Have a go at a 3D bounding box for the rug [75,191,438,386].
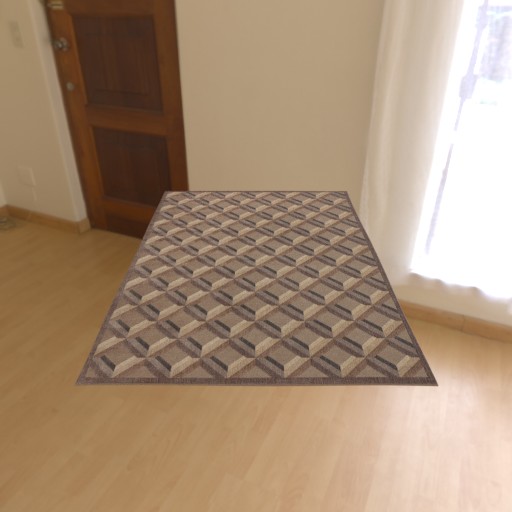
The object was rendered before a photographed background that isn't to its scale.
[{"bbox_3d":[0.000,0.000,2.914,1.600,0.013,2.260,0,30,0],"label":"rug"}]
